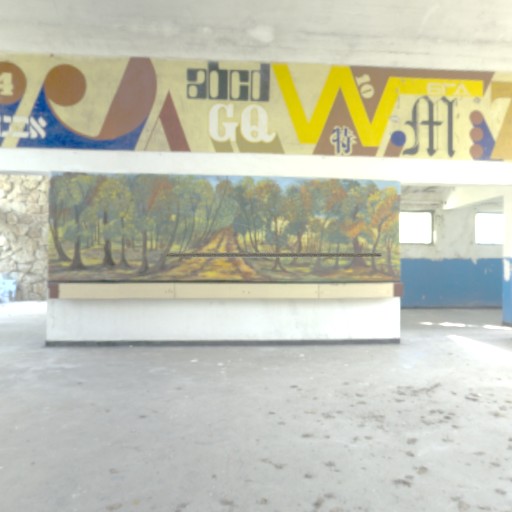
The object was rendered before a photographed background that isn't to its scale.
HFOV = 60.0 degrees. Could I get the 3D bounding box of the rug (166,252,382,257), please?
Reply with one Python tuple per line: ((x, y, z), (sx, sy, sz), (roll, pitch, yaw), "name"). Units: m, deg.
((0.000, 0.000, 2.031), (0.553, 0.012, 1.827), (0, 0, -3), "rug")
